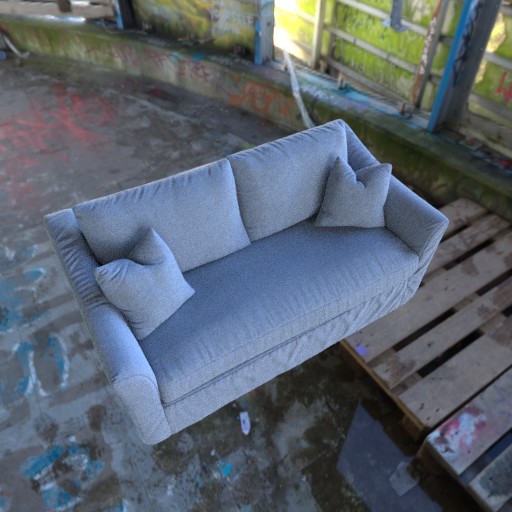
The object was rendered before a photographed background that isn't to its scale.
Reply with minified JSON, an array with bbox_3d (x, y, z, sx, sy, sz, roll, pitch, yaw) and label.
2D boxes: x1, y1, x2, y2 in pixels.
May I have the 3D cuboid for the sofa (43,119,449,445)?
[{"bbox_3d":[0.000,0.000,2.617,2.010,1.018,1.072,-23,50,-21],"label":"sofa"}]
